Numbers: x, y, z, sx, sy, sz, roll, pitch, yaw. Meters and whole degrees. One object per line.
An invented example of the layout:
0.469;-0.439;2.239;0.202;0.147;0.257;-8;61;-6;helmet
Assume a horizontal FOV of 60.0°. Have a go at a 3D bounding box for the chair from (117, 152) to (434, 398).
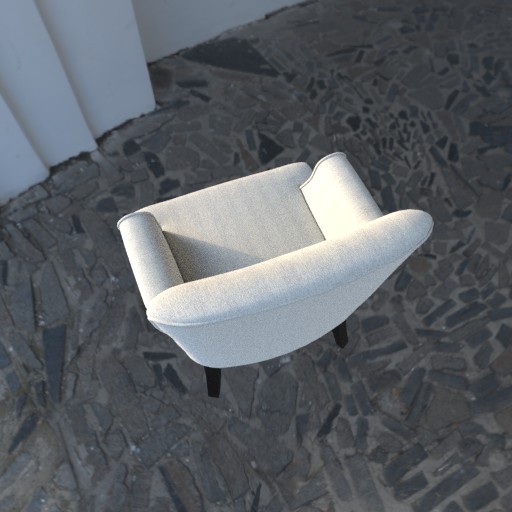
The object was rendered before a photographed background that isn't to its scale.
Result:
0.000;0.000;1.484;0.781;0.875;0.750;-19;60;-11;chair
